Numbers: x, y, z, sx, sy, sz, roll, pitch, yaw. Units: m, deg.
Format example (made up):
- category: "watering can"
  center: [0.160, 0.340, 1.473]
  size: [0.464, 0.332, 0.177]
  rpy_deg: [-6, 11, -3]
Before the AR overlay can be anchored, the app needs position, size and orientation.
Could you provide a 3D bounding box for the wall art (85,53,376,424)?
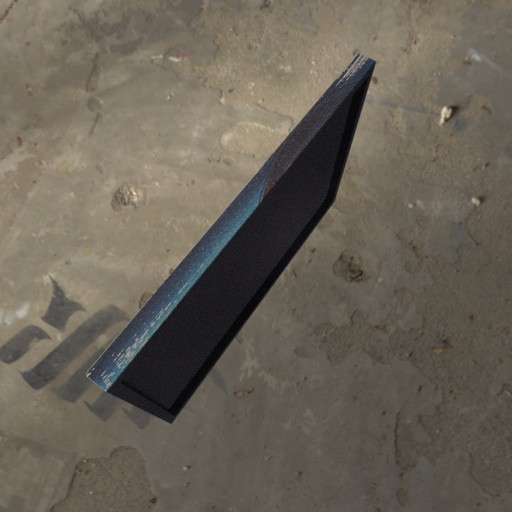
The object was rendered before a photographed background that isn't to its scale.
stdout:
- category: "wall art"
  center: [0.000, 0.000, 0.772]
  size: [0.033, 0.406, 0.609]
  rpy_deg: [32, 69, 14]
